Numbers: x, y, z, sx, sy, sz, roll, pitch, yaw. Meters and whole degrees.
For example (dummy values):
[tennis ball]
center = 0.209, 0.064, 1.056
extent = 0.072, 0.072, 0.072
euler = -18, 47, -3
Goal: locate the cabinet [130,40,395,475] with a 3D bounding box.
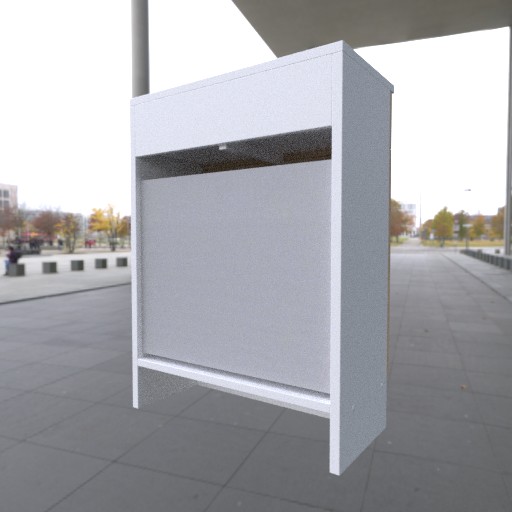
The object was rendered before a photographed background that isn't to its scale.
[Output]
[cabinet]
center = 0.000, 0.000, 1.120
extent = 0.600, 0.815, 0.296
euler = 2, 3, 35
